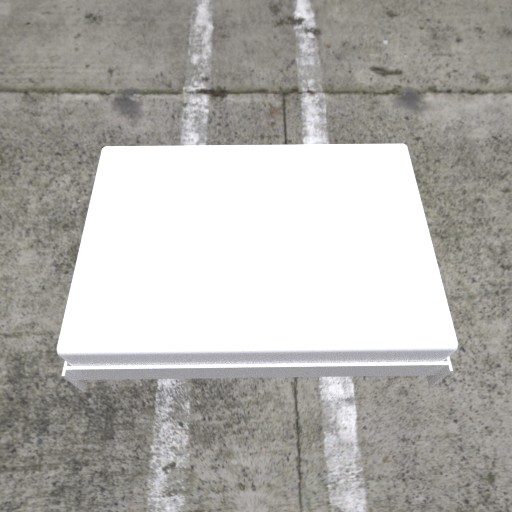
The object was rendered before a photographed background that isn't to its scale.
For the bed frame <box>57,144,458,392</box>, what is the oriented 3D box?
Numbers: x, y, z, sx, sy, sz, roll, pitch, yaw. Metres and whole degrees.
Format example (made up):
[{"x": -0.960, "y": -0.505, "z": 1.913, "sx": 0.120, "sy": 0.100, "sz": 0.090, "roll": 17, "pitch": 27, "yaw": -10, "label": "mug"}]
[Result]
[{"x": 0.000, "y": 0.000, "z": 2.636, "sx": 1.945, "sy": 0.497, "sz": 1.445, "roll": -1, "pitch": 59, "yaw": 0, "label": "bed frame"}]
